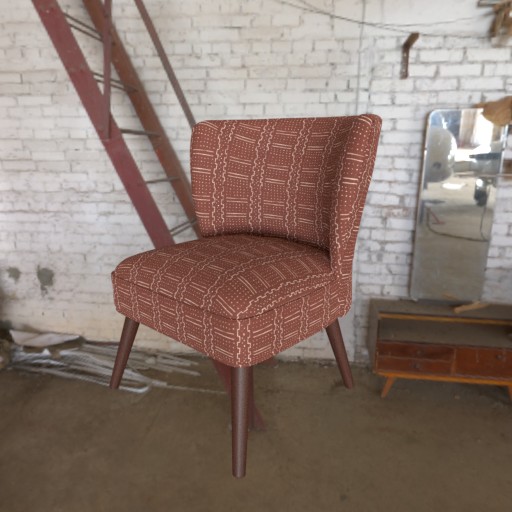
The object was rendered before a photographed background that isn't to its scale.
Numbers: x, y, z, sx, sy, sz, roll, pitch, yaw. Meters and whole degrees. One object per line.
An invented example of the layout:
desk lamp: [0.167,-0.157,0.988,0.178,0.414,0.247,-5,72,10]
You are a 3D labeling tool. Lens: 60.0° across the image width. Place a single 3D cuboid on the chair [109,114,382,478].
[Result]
chair: [0.000,0.000,1.407,0.706,0.866,0.758,13,20,41]
